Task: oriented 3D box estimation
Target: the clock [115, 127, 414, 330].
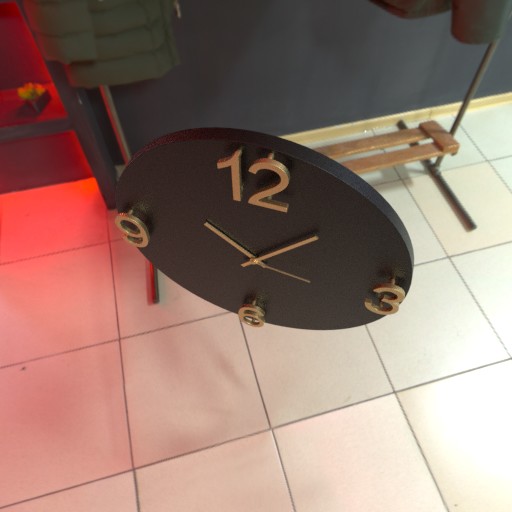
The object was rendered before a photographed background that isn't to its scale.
[{"bbox_3d":[0.000,0.000,0.676,0.454,0.454,0.038,15,58,9],"label":"clock"}]
